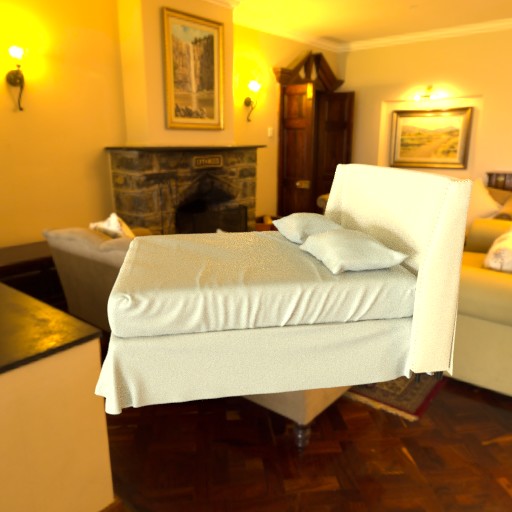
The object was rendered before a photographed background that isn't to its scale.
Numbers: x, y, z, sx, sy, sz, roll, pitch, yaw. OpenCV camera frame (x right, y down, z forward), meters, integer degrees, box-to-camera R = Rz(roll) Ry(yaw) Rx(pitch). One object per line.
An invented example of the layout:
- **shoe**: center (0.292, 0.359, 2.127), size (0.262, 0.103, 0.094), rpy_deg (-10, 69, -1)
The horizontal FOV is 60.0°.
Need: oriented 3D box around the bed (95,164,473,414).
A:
- **bed**: center (0.000, 0.000, 3.458), size (2.276, 1.332, 1.925), rpy_deg (-3, 15, -10)
